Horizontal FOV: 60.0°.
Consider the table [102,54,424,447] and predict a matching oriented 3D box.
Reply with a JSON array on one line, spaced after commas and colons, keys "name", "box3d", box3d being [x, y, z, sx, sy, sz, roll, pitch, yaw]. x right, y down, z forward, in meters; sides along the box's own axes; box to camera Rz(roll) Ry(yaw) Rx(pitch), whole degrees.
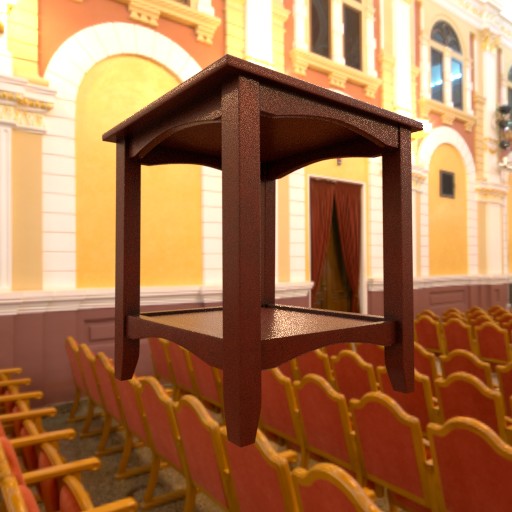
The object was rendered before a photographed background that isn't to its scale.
[{"name": "table", "box3d": [0.000, 0.000, 0.967, 0.522, 0.558, 0.523, 1, -1, -36]}]
